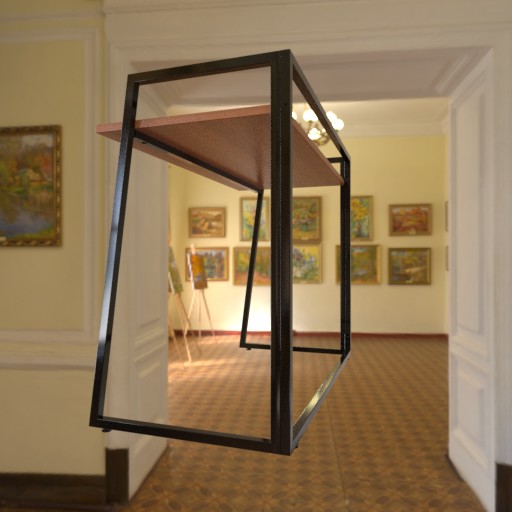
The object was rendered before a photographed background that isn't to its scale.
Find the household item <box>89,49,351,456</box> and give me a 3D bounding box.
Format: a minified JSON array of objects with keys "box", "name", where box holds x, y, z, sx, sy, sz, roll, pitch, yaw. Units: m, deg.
[{"box":[0.000,0.000,1.501,0.510,0.860,1.050,0,0,19],"name":"household item"}]
